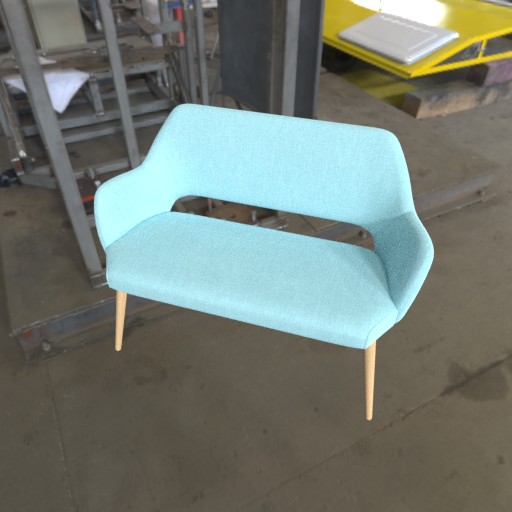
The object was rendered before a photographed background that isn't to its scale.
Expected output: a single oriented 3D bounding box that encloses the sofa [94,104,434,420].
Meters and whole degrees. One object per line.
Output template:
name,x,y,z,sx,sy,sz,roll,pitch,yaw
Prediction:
sofa,0.000,0.000,1.632,1.150,0.840,0.610,12,43,13
